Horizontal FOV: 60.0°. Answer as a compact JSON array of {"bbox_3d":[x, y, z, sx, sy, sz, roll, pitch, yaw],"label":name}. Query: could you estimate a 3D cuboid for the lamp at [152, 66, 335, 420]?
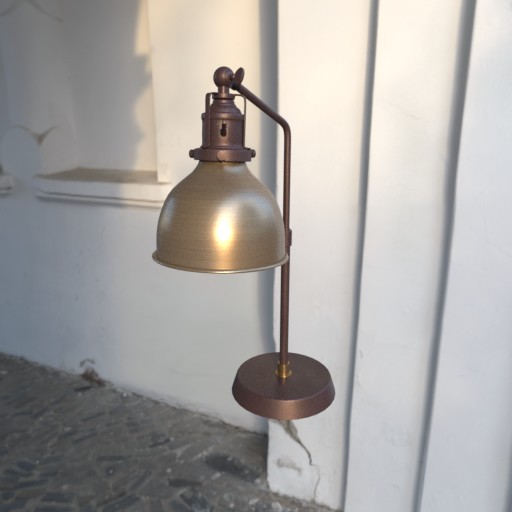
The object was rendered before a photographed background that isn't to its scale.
[{"bbox_3d":[0.000,0.000,0.605,0.298,0.469,0.175,-14,21,-43],"label":"lamp"}]
